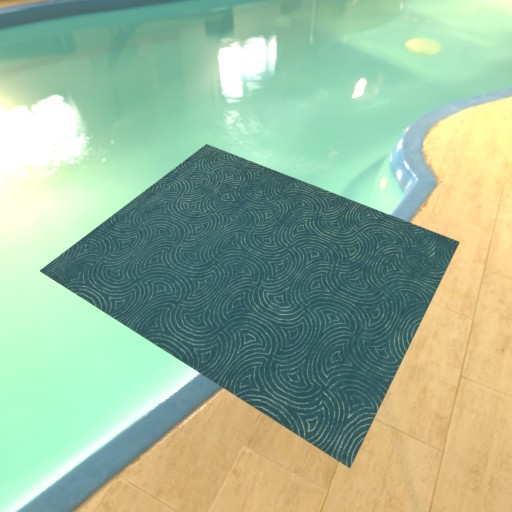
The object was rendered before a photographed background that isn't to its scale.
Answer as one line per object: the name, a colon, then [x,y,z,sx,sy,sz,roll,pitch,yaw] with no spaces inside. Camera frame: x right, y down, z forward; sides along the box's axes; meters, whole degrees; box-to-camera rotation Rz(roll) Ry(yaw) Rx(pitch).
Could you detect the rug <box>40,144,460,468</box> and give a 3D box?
rug: [0.000,0.000,4.083,3.033,0.012,2.432,26,52,22]
